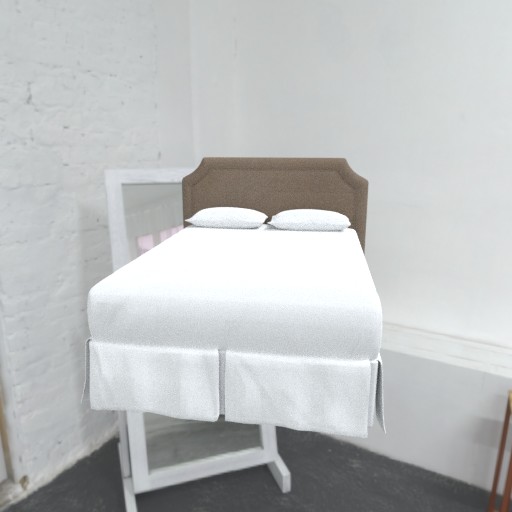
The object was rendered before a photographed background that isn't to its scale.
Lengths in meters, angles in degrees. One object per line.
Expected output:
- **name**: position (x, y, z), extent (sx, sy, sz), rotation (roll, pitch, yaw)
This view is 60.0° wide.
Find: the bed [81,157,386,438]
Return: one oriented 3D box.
- **bed**: position (0.000, 0.000, 3.130), extent (1.693, 1.290, 2.116), rotation (2, 15, 8)
